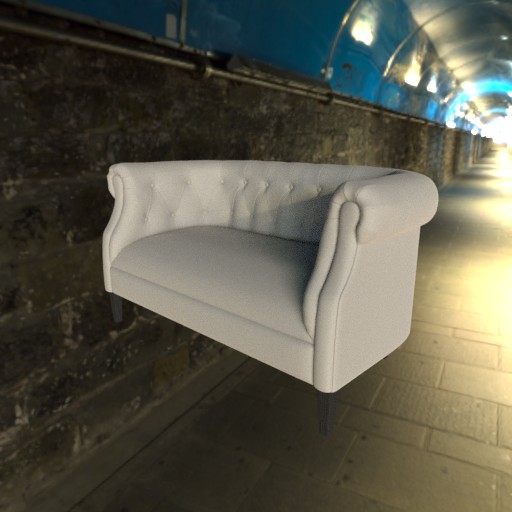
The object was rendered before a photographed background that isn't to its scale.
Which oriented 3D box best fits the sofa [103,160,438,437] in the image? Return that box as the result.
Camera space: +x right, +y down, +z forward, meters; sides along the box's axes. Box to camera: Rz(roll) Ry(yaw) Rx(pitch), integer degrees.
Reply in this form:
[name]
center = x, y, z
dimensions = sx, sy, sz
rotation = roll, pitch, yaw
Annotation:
[sofa]
center = 0.000, 0.000, 2.064
dimensions = 1.558, 0.827, 0.835
rotation = 14, 20, 42
